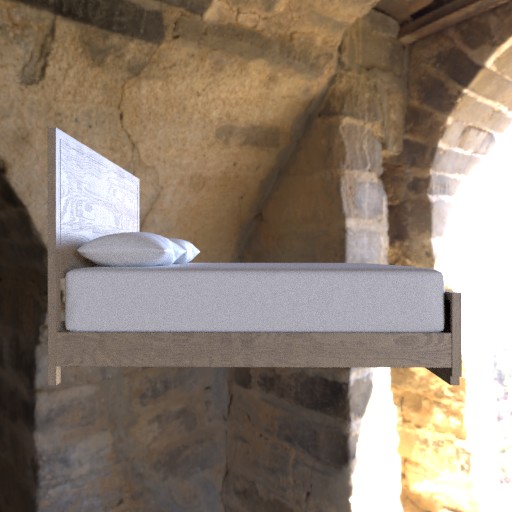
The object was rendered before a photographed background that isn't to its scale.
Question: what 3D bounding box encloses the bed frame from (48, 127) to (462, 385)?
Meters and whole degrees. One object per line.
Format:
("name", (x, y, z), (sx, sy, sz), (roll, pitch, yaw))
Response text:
("bed frame", (0.000, 0.000, 3.141), (2.189, 1.369, 1.606), (0, 0, 1))
